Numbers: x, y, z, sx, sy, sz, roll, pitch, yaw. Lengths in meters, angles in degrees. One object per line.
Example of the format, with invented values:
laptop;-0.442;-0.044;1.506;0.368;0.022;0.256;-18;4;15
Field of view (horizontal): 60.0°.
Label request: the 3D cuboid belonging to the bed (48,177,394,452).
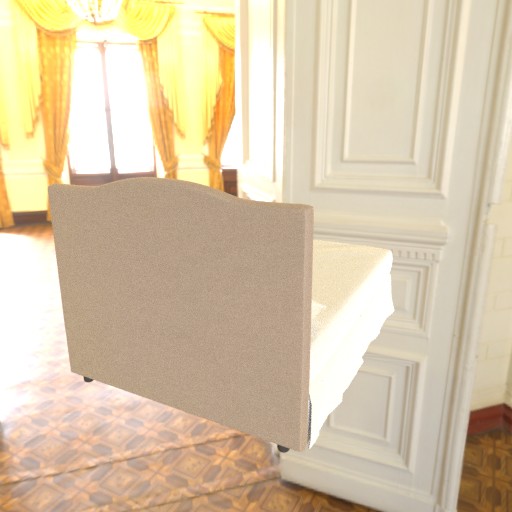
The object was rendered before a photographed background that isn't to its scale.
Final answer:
bed;0.000;0.000;3.471;1.821;1.436;2.282;8;19;26
